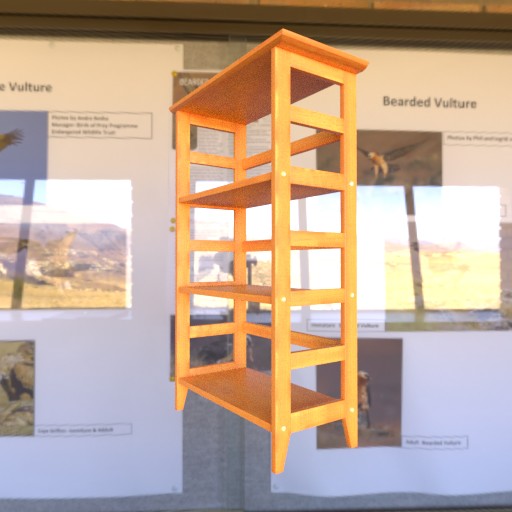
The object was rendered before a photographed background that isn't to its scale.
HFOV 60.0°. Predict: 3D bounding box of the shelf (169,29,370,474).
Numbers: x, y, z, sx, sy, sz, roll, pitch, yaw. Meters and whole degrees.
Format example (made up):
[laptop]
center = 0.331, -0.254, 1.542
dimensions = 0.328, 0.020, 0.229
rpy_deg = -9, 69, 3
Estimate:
[shelf]
center = 0.000, 0.000, 1.399
dimensions = 0.305, 1.067, 0.660
rpy_deg = 1, -1, -35
